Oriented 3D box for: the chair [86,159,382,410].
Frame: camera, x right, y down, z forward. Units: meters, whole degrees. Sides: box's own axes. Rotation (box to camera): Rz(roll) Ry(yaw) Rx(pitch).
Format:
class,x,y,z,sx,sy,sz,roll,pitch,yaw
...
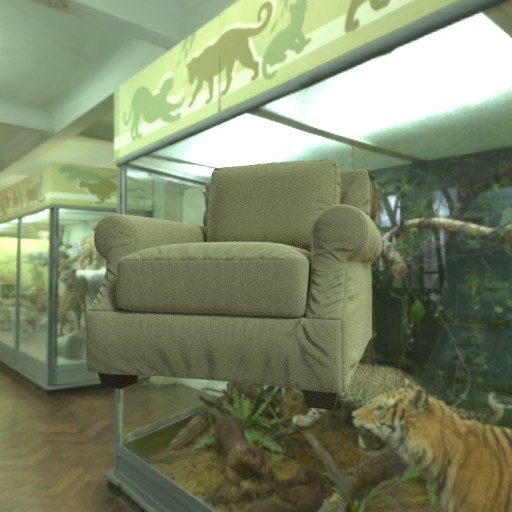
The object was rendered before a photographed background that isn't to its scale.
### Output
class,x,y,z,sx,sy,sz,roll,pitch,yaw
chair,0.000,0.000,1.764,0.940,0.866,1.066,-1,-2,18
